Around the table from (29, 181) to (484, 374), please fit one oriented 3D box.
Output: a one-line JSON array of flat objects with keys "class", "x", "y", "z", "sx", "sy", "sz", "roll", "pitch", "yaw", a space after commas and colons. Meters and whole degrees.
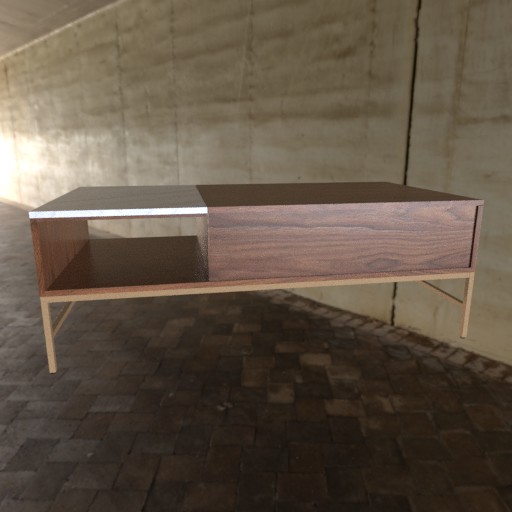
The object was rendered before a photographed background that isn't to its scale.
[{"class": "table", "x": 0.000, "y": 0.000, "z": 1.931, "sx": 1.553, "sy": 0.551, "sz": 0.789, "roll": -3, "pitch": 15, "yaw": -10}]
